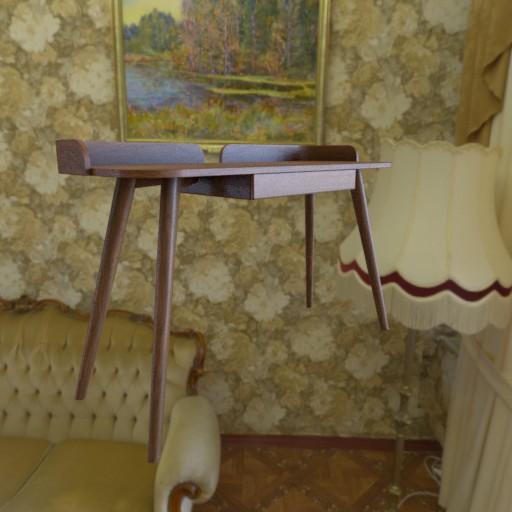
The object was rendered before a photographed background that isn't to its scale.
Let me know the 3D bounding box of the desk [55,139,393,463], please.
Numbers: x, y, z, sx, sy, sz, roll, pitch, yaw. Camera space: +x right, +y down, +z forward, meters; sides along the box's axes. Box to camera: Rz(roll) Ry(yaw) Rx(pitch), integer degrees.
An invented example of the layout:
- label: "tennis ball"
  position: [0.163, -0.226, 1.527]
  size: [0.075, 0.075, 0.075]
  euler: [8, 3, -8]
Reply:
- label: "desk"
  position: [0.000, 0.000, 1.619]
  size: [0.486, 0.800, 1.256]
  euler: [12, 18, 43]
